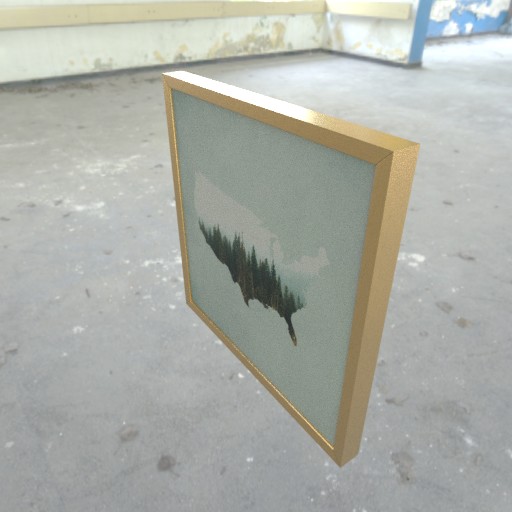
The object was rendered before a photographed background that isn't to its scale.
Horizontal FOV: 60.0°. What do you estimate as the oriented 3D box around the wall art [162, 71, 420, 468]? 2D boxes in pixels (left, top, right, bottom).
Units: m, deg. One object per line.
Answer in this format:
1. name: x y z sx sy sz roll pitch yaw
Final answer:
1. wall art: 0.000 0.000 0.743 0.040 0.509 0.509 -21 38 -30
